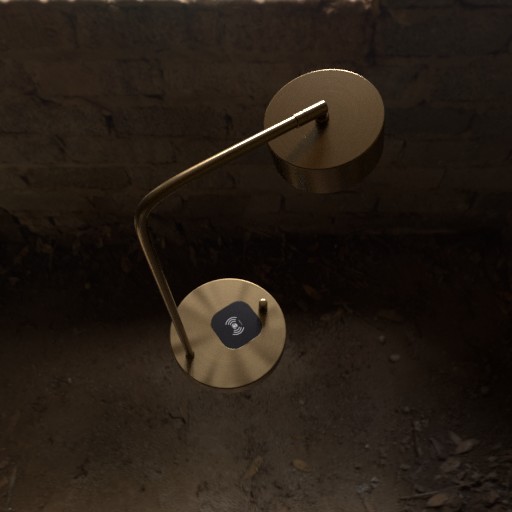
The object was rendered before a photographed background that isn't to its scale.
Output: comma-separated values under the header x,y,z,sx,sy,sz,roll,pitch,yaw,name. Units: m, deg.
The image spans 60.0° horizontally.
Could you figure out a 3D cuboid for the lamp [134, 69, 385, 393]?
x,y,z,sx,sy,sz,roll,pitch,yaw,name
0.000,0.000,0.522,0.270,0.380,0.171,-31,64,-17,lamp
